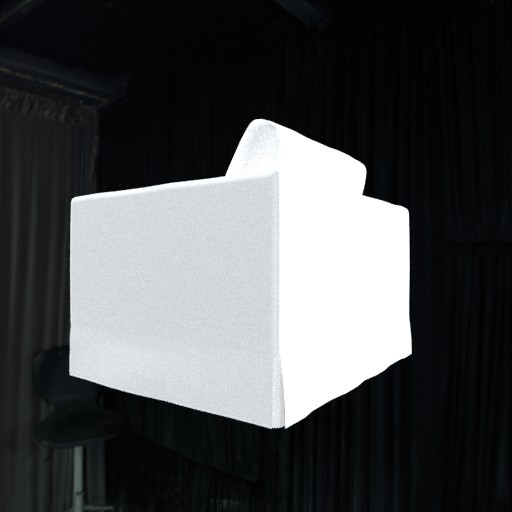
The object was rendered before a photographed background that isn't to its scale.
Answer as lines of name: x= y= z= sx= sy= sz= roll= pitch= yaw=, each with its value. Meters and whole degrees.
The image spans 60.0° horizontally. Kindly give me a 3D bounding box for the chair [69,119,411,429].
chair: x=0.000 y=0.000 z=1.835 sx=0.957 sy=0.878 sz=1.150 roll=0 pitch=0 yaw=35
